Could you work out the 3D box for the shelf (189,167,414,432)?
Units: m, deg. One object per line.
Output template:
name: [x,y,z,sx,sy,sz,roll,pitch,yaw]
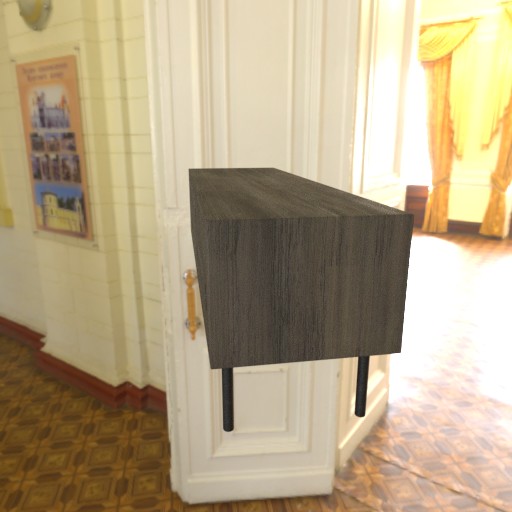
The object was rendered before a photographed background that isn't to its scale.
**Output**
shelf: [0.000,0.000,1.495,0.400,0.495,1.300,-3,15,-9]
